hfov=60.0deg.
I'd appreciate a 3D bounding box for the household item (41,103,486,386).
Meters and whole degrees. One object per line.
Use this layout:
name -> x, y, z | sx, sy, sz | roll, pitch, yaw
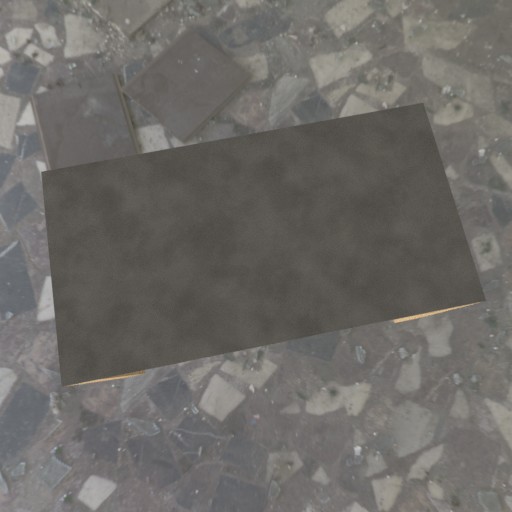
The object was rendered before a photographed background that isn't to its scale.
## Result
household item -> 0.000, 0.000, 2.097 | 1.600, 0.755, 0.850 | -11, 77, -3
